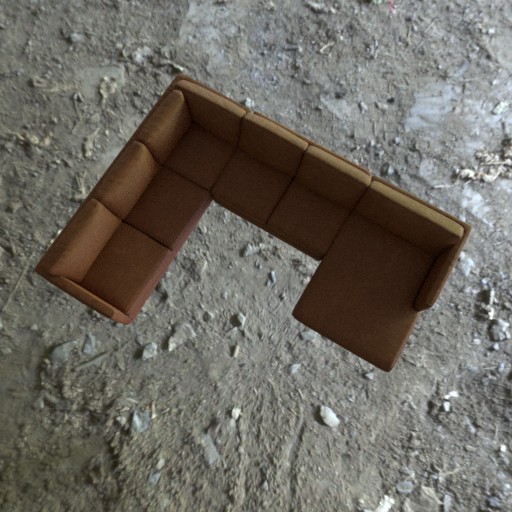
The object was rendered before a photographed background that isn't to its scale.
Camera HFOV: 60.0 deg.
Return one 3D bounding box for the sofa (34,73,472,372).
[{"bbox_3d":[0.000,0.000,4.531,3.460,0.923,2.593,30,78,7],"label":"sofa"}]
